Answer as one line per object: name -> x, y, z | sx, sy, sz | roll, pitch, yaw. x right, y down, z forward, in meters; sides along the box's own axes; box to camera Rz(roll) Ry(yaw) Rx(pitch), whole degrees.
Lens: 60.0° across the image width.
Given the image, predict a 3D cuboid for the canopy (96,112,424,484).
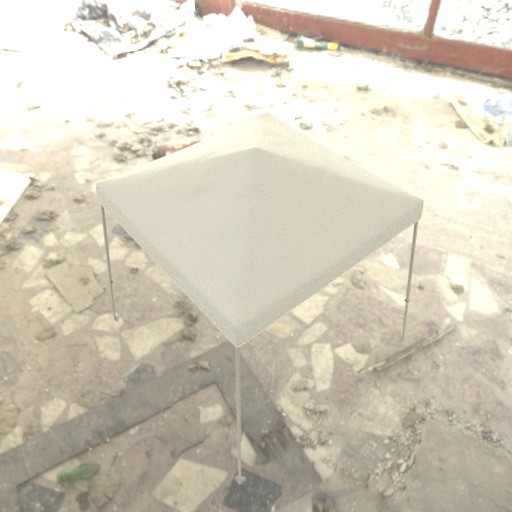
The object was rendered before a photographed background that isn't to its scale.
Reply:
canopy -> 0.000, 0.000, 6.437 | 3.600, 3.600, 3.599 | -31, 53, -27
